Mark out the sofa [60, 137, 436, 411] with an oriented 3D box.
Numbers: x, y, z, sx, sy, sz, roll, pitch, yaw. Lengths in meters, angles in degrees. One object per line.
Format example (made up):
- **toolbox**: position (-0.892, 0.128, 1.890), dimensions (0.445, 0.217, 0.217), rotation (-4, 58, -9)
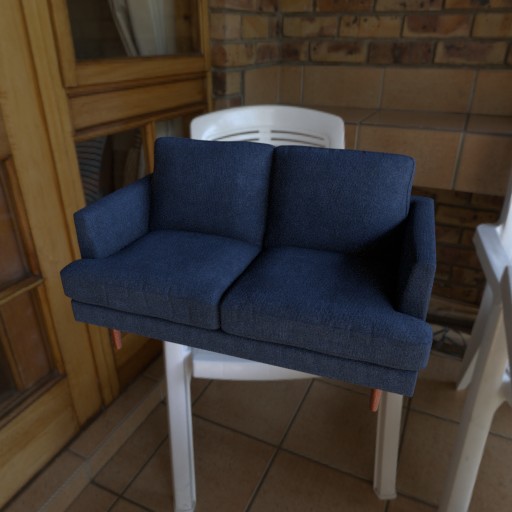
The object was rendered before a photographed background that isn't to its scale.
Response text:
- **sofa**: position (0.000, 0.000, 2.111), dimensions (1.582, 0.944, 0.903), rotation (9, 28, 17)
